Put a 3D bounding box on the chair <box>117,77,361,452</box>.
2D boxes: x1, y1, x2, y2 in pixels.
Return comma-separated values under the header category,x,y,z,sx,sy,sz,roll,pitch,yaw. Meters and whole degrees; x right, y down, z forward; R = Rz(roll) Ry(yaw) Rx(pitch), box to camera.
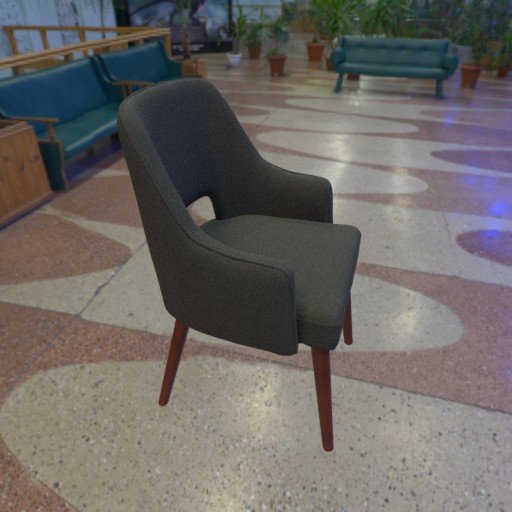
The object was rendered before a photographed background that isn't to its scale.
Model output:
category,x,y,z,sx,sy,sz,roll,pitch,yaw
chair,0.000,0.000,1.195,0.560,0.838,0.559,9,32,15
